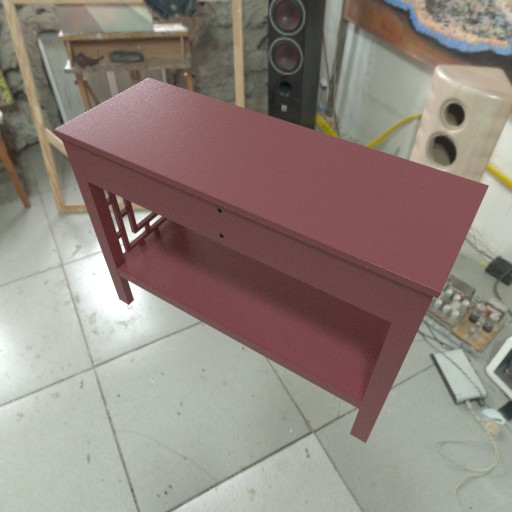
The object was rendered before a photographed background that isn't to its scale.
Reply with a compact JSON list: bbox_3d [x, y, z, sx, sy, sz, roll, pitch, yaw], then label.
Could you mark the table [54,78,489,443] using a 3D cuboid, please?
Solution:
[{"bbox_3d":[0.000,0.000,1.408,1.068,0.753,0.397,25,51,22],"label":"table"}]
